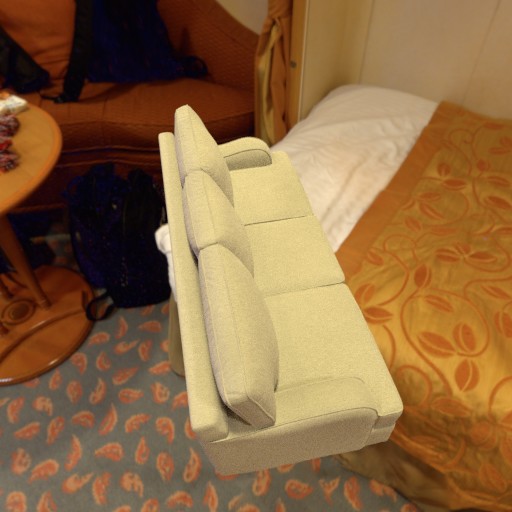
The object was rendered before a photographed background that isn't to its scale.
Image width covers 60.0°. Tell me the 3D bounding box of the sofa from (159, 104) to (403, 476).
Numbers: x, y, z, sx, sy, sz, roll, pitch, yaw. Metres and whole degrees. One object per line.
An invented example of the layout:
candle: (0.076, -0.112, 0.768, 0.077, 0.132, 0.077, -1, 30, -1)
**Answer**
sofa: (0.000, 0.000, 2.815, 1.016, 0.991, 2.323, -9, 47, -8)
